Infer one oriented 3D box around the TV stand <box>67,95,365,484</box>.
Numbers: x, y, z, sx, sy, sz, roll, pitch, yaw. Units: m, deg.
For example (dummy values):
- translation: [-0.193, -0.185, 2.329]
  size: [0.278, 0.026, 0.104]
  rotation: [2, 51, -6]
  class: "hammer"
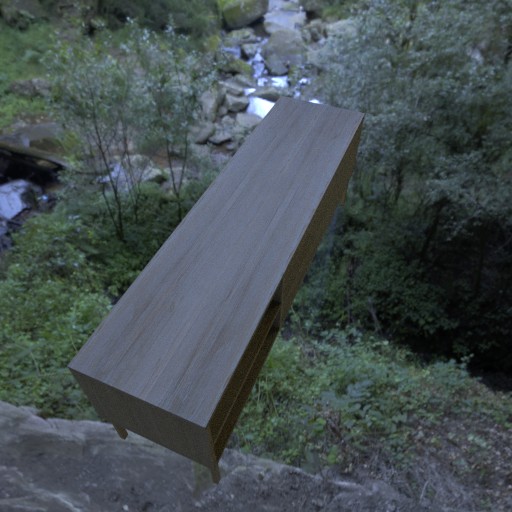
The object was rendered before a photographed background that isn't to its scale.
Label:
- translation: [0.000, 0.000, 1.836]
  size: [0.420, 0.550, 1.600]
  rotation: [18, 50, 15]
  class: "TV stand"
